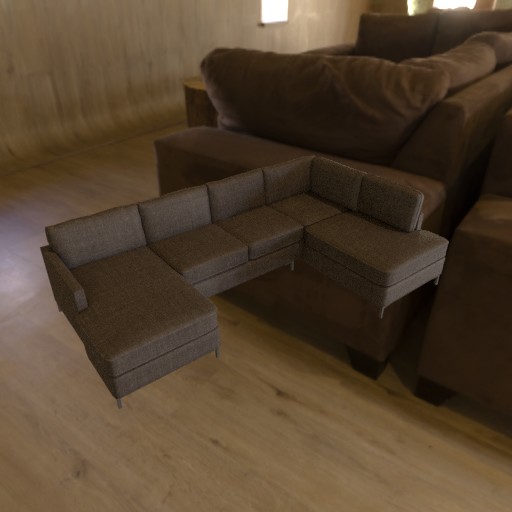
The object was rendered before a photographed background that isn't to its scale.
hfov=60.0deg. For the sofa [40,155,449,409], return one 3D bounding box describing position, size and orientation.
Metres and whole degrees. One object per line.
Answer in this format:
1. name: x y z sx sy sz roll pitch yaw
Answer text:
1. sofa: 0.000 0.000 4.295 3.423 0.999 2.048 -22 37 -32
